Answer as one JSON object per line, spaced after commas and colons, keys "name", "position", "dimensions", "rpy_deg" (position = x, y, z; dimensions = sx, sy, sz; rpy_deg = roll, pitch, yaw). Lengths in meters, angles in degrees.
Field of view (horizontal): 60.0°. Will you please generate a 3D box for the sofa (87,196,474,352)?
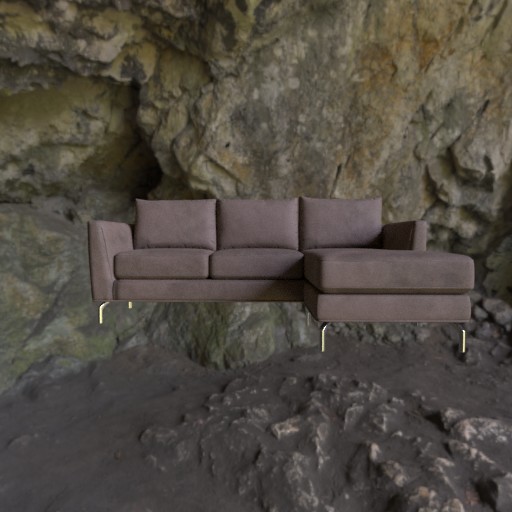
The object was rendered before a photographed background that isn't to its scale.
{"name": "sofa", "position": [0.000, 0.000, 3.201], "dimensions": [2.438, 0.987, 1.622], "rpy_deg": [0, 2, 1]}
